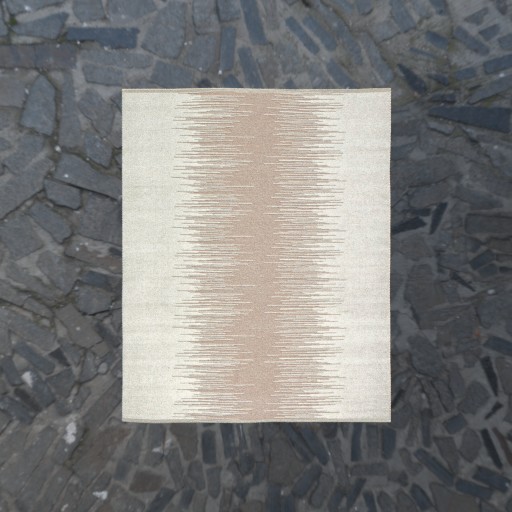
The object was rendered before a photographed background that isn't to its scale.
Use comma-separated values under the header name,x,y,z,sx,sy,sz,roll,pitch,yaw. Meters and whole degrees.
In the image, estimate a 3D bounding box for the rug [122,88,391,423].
name,x,y,z,sx,sy,sz,roll,pitch,yaw
rug,0.000,0.000,4.027,2.438,0.013,3.048,0,90,0
